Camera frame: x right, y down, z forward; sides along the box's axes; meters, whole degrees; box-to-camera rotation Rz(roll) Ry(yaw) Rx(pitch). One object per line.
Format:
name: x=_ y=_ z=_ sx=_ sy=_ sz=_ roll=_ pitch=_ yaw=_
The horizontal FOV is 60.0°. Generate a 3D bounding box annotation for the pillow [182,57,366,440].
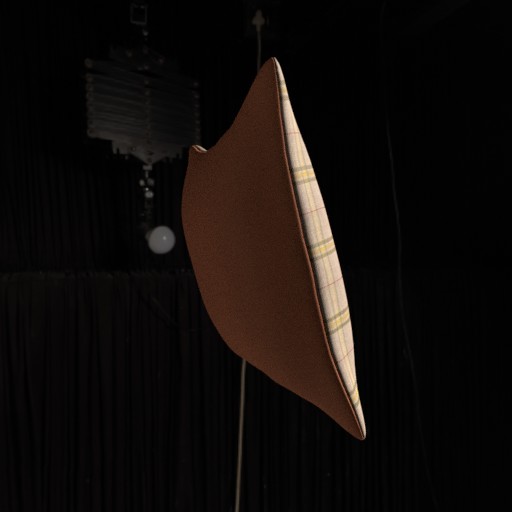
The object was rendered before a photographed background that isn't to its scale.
pillow: x=0.000 y=0.000 z=0.697 sx=0.200 sy=0.430 sz=0.453 roll=0 pitch=2 yaw=-19
